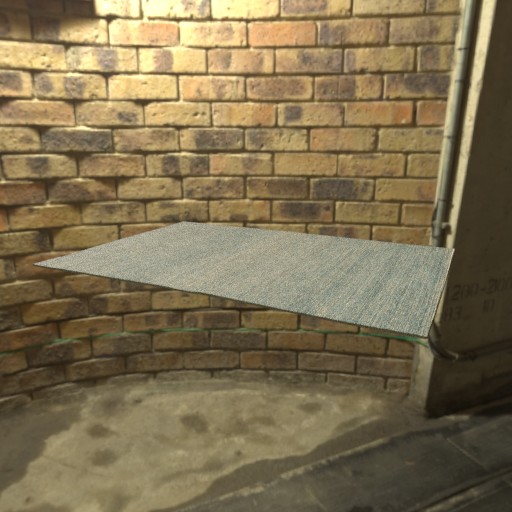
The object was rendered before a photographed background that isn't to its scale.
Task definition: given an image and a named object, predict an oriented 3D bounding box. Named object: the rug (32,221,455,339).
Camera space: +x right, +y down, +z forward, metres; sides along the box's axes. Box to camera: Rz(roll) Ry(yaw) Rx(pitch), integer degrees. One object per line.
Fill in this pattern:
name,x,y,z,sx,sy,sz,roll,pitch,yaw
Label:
rug,0.000,0.000,5.130,4.078,0.052,2.802,8,17,26
